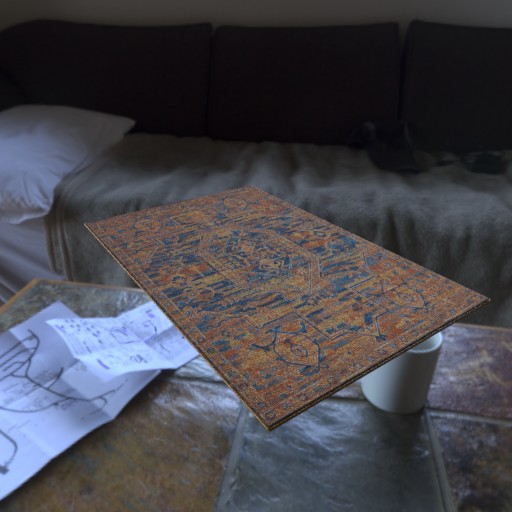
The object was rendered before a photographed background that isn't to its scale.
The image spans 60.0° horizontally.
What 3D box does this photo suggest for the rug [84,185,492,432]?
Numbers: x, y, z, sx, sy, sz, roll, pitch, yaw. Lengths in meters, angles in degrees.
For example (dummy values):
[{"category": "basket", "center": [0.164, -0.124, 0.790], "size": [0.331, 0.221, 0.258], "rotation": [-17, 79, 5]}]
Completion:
[{"category": "rug", "center": [0.000, 0.000, 2.170], "size": [1.148, 0.013, 1.758], "rotation": [-18, 33, -31]}]
